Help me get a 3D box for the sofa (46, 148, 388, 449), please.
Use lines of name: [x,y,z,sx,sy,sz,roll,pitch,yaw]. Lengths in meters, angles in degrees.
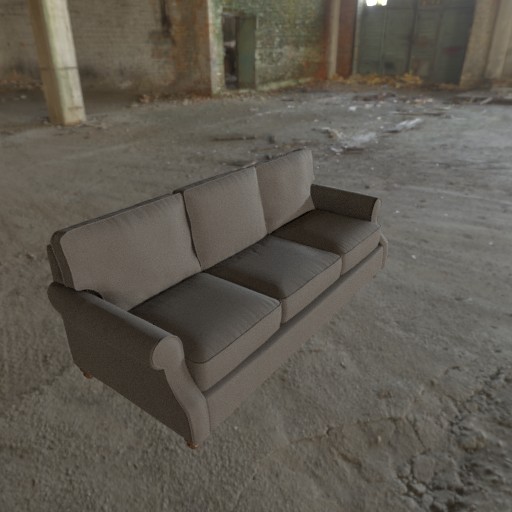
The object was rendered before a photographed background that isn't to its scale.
sofa: [0.000,0.000,2.812,0.966,0.948,2.353,18,31,32]
